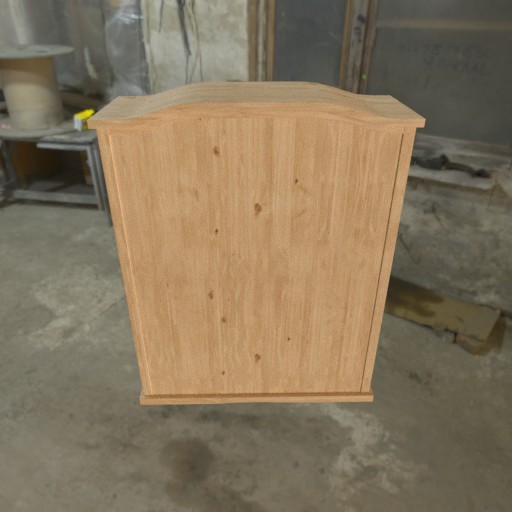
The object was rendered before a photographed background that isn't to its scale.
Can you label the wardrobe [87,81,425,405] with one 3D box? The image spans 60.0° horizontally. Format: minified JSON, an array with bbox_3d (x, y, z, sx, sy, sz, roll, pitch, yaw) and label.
[{"bbox_3d":[0.000,0.000,2.639,1.500,1.870,0.570,-1,30,-1],"label":"wardrobe"}]
